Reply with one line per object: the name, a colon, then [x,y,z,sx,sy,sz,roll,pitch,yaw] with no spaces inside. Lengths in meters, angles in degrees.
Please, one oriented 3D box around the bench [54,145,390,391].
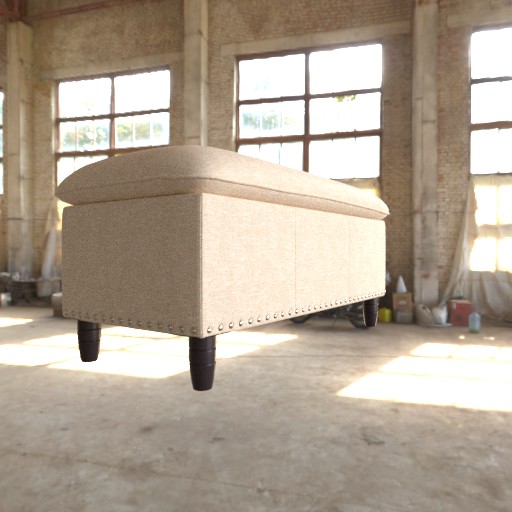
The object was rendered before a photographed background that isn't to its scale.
bench: [0.000,0.000,1.269,0.483,0.483,0.991,0,1,36]
